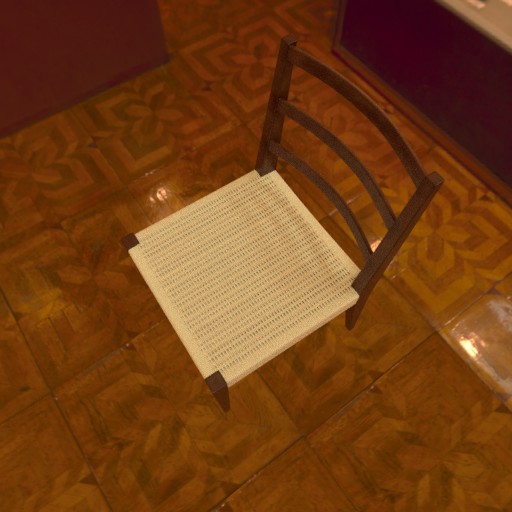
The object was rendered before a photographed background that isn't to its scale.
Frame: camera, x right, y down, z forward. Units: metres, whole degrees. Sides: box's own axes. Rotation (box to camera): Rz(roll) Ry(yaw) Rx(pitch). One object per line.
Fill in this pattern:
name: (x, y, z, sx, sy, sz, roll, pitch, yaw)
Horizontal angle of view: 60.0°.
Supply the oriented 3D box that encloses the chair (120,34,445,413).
chair: (0.000, 0.000, 1.162, 0.551, 0.813, 0.480, -31, 67, -15)
